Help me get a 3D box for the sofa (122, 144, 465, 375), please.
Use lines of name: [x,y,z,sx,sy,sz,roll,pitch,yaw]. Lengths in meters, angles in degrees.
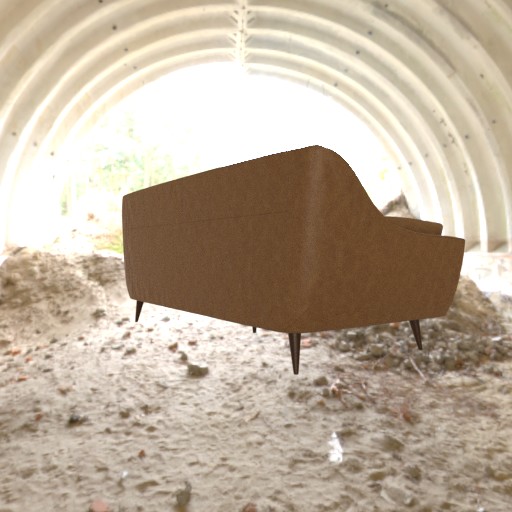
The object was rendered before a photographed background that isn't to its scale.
sofa: [0.000,0.000,2.419,0.904,0.839,1.902,0,1,-37]
